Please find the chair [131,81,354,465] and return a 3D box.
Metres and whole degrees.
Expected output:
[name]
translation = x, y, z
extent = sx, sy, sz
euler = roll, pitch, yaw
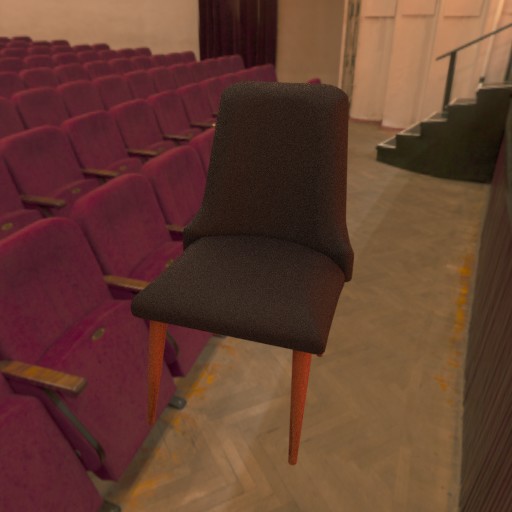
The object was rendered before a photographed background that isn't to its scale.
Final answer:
[chair]
translation = 0.000, 0.000, 1.189
extent = 0.504, 0.820, 0.567
euler = 9, 29, 16
